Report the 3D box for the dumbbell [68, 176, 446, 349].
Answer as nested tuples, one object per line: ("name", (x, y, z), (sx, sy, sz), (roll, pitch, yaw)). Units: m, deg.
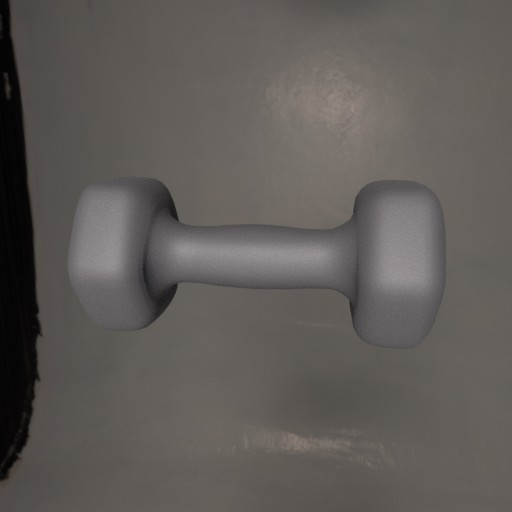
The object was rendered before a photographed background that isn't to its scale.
("dumbbell", (0.000, 0.000, 0.309), (0.240, 0.105, 0.116), (2, 15, 9))
